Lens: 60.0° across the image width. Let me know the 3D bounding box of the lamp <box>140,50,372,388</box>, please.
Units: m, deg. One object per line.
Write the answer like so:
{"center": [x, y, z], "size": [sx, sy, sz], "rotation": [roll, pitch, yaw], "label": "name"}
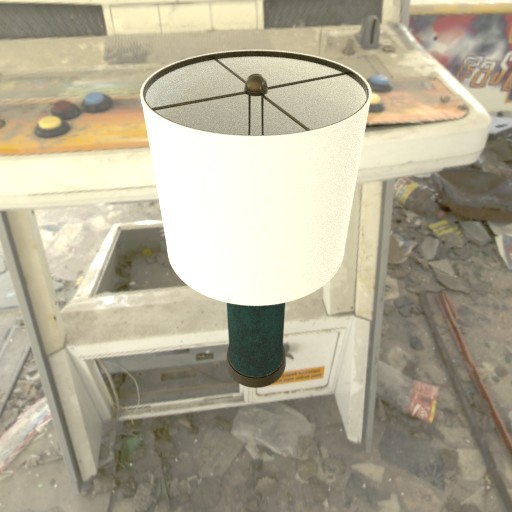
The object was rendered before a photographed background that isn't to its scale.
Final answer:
{"center": [0.000, 0.000, 0.785], "size": [0.301, 0.630, 0.301], "rotation": [13, 43, 14], "label": "lamp"}
